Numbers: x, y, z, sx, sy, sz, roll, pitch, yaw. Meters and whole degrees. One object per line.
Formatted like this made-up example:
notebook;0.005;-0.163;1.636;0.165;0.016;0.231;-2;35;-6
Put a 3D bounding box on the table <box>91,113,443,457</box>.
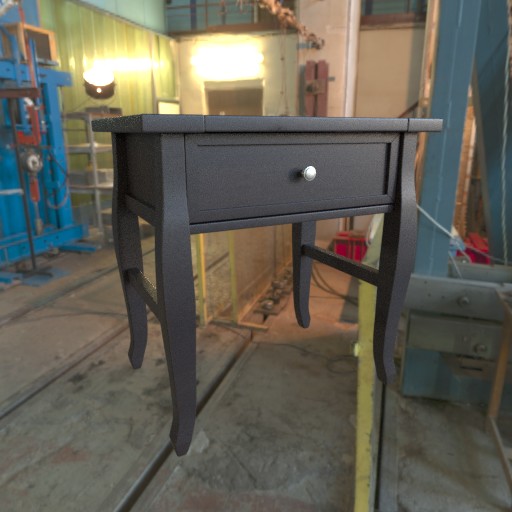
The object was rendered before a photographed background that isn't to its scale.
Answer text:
table;0.000;0.000;1.025;0.602;0.605;0.460;-8;18;-27
